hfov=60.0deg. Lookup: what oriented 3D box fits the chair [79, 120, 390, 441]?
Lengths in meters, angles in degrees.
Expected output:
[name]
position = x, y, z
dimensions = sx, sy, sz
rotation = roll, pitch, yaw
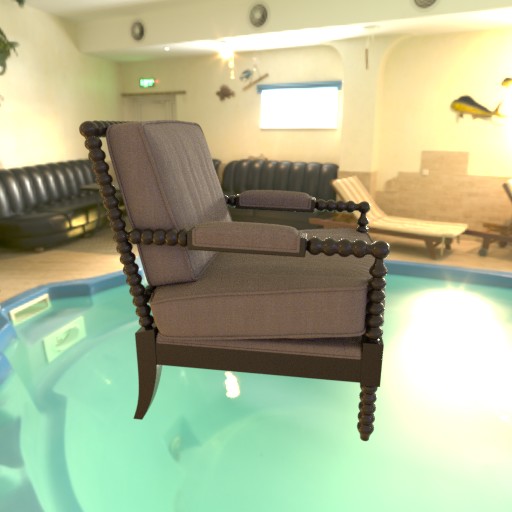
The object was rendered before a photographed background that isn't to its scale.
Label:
[chair]
position = 0.000, 0.000, 1.126
dimensions = 0.622, 0.661, 0.540
rotation = 3, 17, 9
